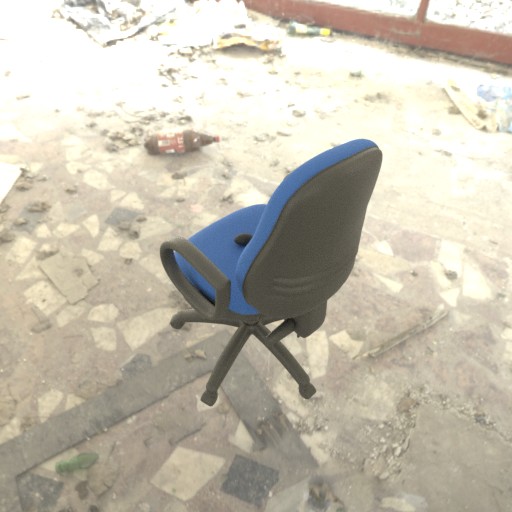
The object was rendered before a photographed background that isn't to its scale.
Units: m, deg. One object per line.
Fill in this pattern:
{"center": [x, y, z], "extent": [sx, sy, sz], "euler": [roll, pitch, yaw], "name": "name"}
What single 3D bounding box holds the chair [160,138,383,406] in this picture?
{"center": [0.000, 0.000, 1.228], "extent": [0.552, 0.905, 0.549], "euler": [-33, 55, -27], "name": "chair"}
